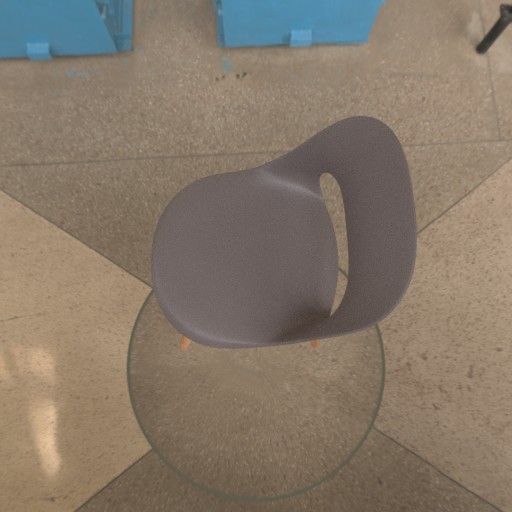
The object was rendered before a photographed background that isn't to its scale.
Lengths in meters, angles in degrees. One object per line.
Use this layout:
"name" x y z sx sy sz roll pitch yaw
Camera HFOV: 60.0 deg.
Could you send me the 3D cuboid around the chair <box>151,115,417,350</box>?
"chair" 0.000 0.000 1.159 0.556 0.794 0.470 -2 77 0
